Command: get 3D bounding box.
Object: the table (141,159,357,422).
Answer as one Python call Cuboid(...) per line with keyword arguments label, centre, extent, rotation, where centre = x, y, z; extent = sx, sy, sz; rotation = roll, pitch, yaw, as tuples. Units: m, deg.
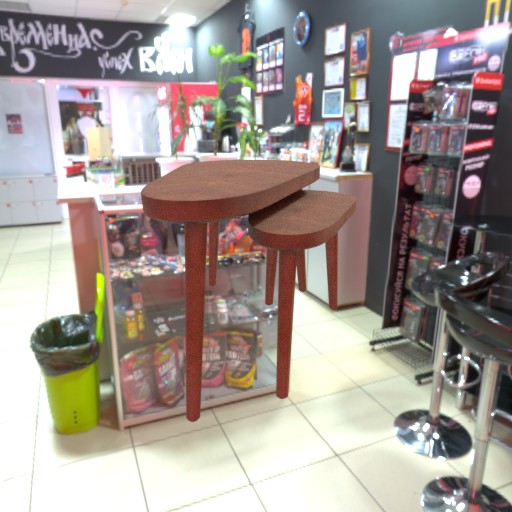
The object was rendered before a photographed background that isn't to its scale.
Cuboid(label="table", centre=(0.000, 0.000, 1.607), extent=(0.701, 0.595, 1.190), rotation=(3, 17, 9))
